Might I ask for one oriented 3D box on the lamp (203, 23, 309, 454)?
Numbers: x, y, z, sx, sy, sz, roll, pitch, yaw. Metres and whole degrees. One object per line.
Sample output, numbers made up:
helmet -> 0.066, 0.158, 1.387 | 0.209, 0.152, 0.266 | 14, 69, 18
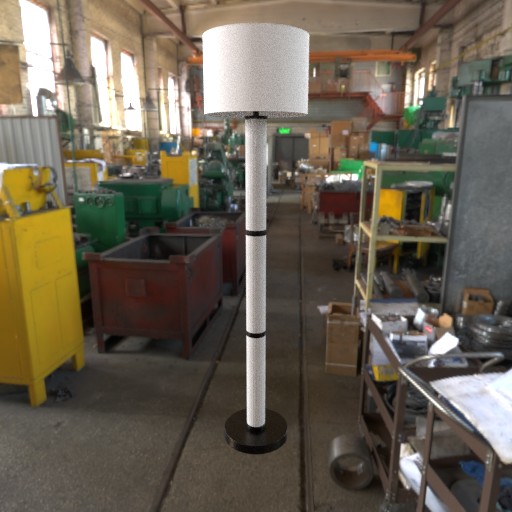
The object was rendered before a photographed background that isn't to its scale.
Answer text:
lamp -> 0.000, 0.000, 1.752 | 0.377, 1.599, 0.377 | -7, 16, -27
